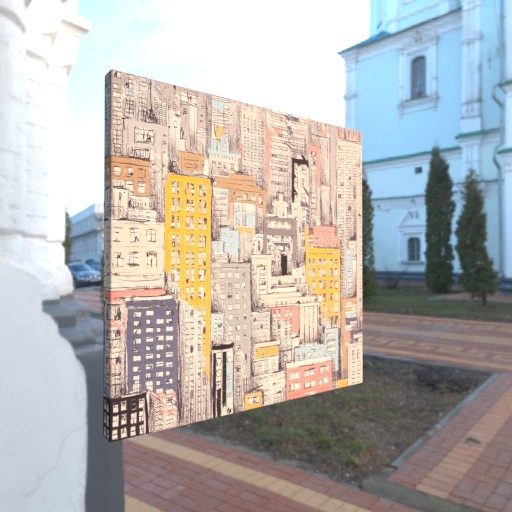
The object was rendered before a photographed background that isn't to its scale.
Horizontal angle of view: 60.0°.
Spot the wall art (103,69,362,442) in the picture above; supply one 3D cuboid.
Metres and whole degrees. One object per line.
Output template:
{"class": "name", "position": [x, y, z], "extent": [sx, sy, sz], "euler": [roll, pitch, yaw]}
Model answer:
{"class": "wall art", "position": [0.000, 0.000, 1.138], "extent": [0.761, 0.762, 0.048], "euler": [0, -1, -36]}
